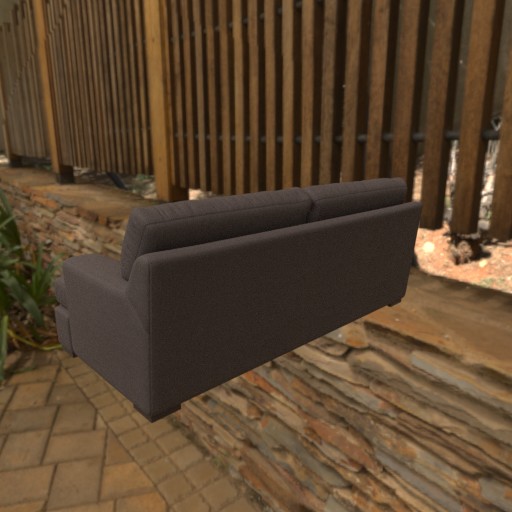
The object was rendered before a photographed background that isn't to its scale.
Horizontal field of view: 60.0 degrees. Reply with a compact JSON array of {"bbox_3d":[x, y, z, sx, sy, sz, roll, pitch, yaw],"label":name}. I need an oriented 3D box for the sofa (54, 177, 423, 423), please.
[{"bbox_3d":[0.000,0.000,2.861,2.271,0.950,1.140,-14,20,-42],"label":"sofa"}]
